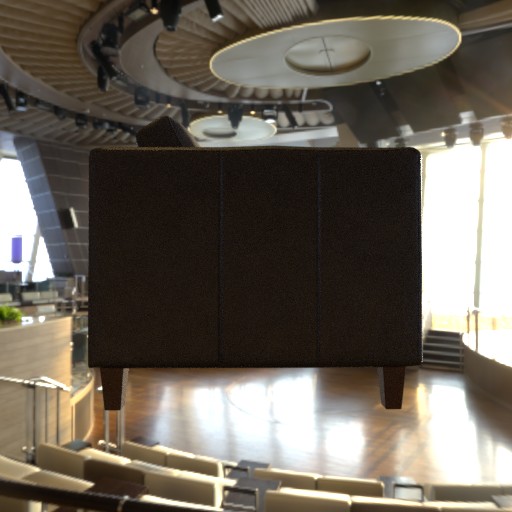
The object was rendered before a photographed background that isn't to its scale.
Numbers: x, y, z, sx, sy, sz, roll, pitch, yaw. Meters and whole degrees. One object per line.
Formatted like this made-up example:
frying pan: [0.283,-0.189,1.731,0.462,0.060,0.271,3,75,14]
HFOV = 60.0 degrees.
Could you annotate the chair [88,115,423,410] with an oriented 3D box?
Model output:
chair: [0.000,0.000,1.573,0.862,0.811,0.939,0,-1,-1]
